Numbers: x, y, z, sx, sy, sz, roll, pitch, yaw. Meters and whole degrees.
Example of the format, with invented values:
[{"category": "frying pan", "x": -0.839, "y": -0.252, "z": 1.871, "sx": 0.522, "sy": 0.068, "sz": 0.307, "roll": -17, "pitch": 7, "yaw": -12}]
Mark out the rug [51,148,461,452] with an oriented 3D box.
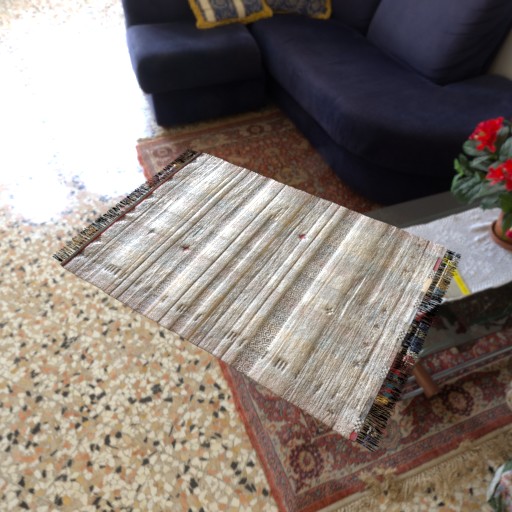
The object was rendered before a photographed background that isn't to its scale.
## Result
[{"category": "rug", "x": 0.000, "y": 0.000, "z": 2.333, "sx": 1.848, "sy": 0.012, "sz": 1.217, "roll": 25, "pitch": 52, "yaw": 21}]
